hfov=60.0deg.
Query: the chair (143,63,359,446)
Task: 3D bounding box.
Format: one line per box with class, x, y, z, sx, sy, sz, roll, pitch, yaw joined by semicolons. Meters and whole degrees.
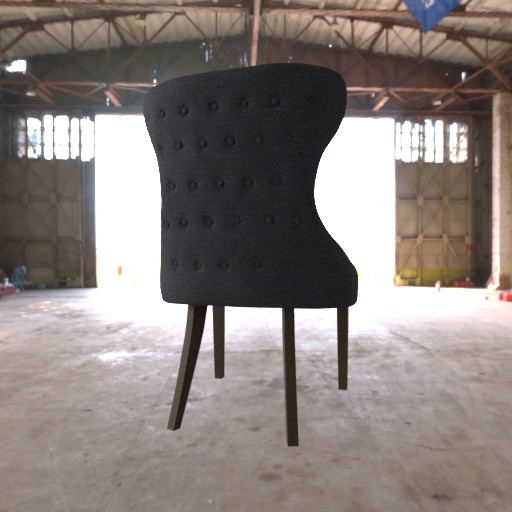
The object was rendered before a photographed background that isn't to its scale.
chair;0.000;0.000;1.402;0.628;0.967;0.635;0;0;18
